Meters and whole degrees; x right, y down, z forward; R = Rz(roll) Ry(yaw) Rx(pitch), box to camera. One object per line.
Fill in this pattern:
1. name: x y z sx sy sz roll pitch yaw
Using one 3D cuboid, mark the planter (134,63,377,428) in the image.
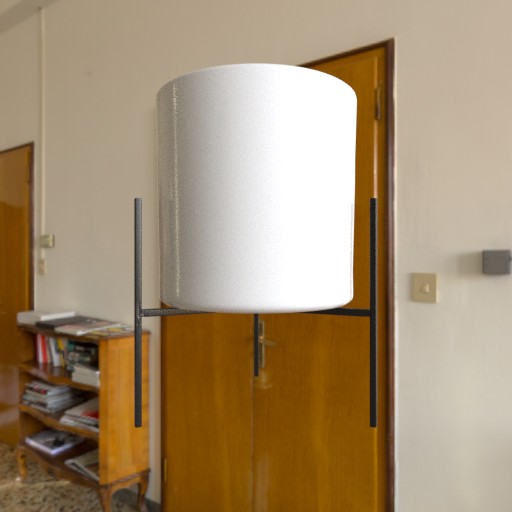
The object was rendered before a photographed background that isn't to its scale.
1. planter: 0.000 0.000 0.645 0.307 0.431 0.308 0 0 0
